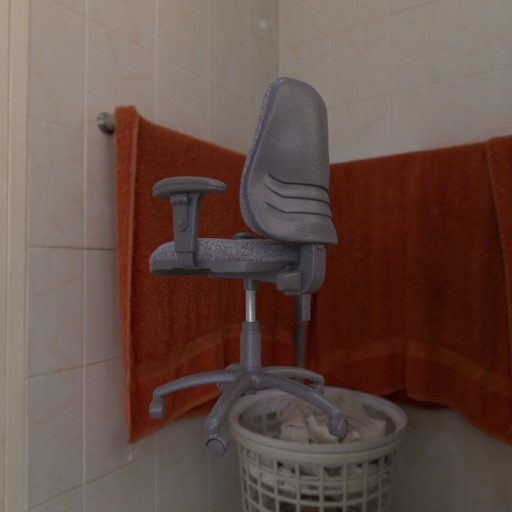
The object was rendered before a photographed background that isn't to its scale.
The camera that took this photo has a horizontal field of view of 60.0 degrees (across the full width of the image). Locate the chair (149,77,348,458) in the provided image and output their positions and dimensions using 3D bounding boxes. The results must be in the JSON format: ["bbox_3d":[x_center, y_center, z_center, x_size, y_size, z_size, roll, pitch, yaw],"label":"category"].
[{"bbox_3d":[0.000,0.000,1.260,0.530,0.910,0.550,-1,-1,37],"label":"chair"}]
